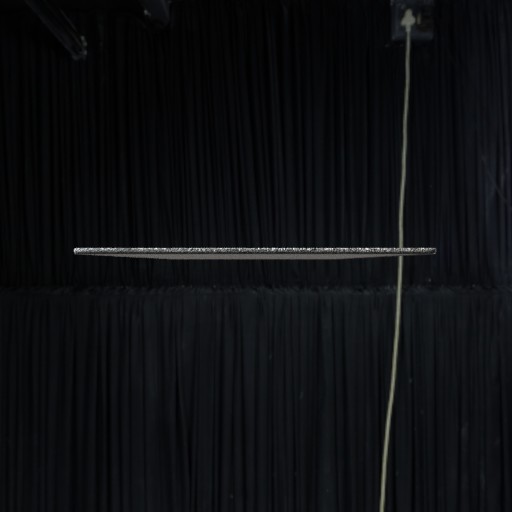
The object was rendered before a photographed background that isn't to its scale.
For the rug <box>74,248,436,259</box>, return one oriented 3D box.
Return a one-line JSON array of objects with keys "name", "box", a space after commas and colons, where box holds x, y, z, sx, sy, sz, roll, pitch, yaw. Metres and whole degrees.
[{"name": "rug", "box": [0.000, 0.000, 2.994, 1.502, 0.025, 2.350, 0, -1, 0]}]
